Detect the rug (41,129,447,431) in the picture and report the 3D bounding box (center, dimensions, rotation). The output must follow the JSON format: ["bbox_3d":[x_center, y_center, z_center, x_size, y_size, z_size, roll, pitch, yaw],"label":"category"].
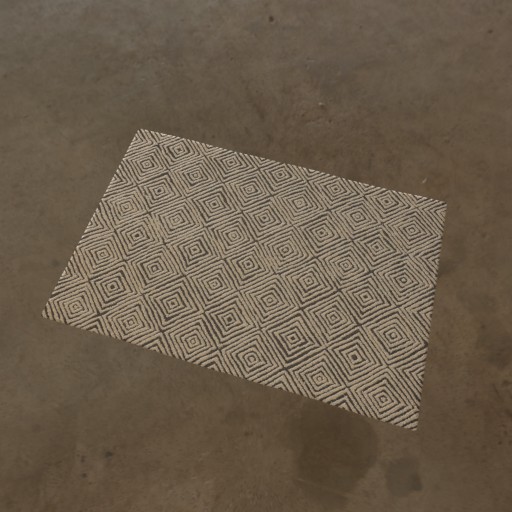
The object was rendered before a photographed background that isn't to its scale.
[{"bbox_3d":[0.000,0.000,2.201,1.750,0.004,1.177,15,66,7],"label":"rug"}]
